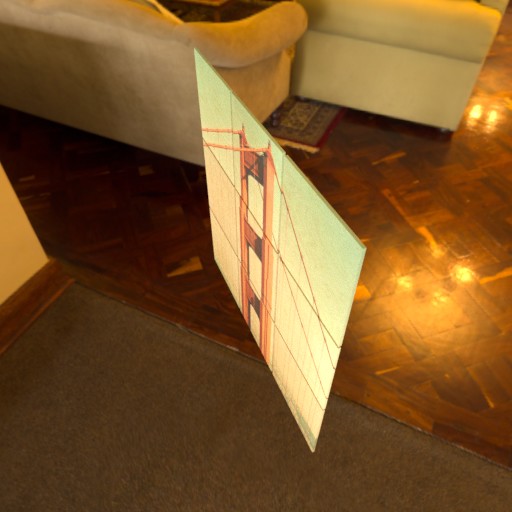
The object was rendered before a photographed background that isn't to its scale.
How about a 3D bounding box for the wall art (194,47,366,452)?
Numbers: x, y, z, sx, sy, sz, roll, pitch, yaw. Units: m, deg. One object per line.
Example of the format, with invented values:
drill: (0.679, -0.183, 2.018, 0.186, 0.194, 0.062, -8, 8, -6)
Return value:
wall art: (0.000, 0.000, 2.258, 0.013, 1.523, 1.517, -17, 49, -16)
